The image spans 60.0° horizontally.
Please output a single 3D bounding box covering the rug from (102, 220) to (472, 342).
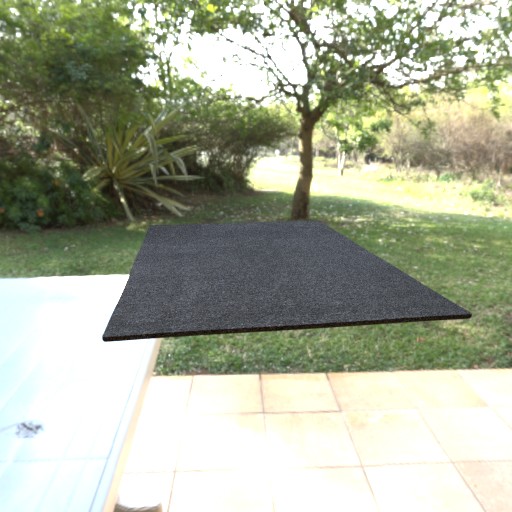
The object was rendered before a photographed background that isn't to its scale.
[{"bbox_3d":[0.000,0.000,3.391,1.802,0.026,2.699,-2,15,-8],"label":"rug"}]
